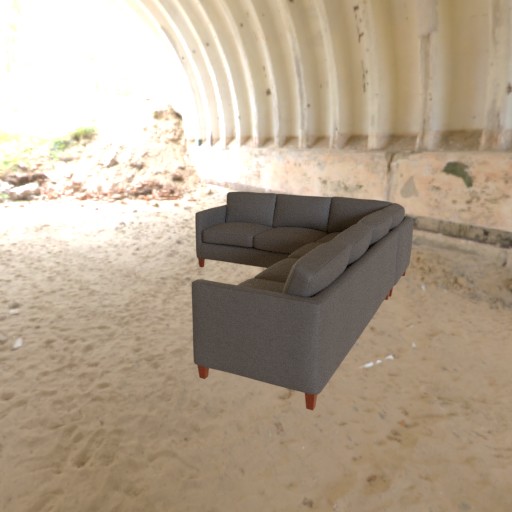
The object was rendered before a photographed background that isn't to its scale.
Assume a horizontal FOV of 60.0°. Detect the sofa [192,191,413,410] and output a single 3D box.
[{"bbox_3d":[0.000,0.000,4.539,2.593,0.947,3.302,8,16,27],"label":"sofa"}]
